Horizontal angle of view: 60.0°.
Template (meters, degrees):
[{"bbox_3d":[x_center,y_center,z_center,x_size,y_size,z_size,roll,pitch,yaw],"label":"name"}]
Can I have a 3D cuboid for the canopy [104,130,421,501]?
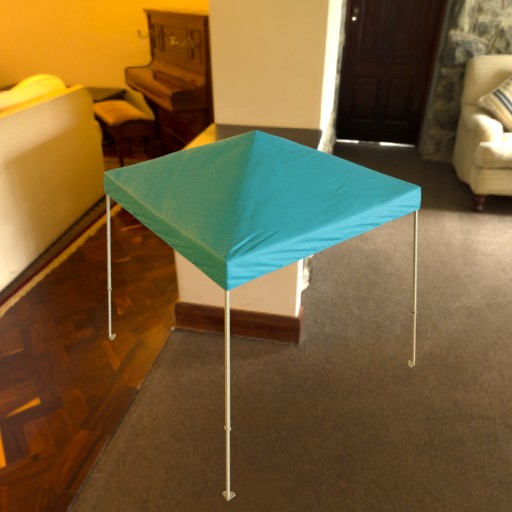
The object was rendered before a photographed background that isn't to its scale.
[{"bbox_3d":[0.000,0.000,5.053,2.850,2.850,2.849,-21,37,-32],"label":"canopy"}]
